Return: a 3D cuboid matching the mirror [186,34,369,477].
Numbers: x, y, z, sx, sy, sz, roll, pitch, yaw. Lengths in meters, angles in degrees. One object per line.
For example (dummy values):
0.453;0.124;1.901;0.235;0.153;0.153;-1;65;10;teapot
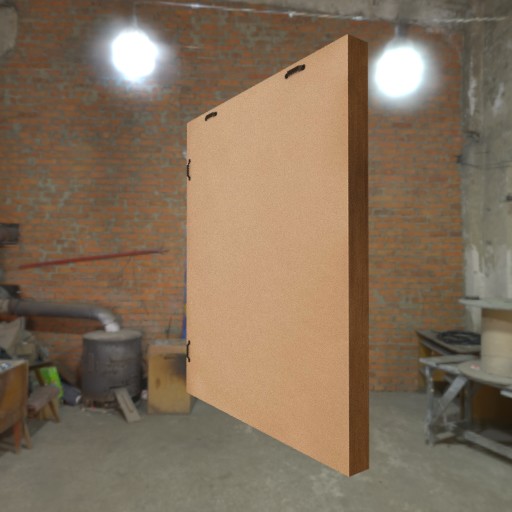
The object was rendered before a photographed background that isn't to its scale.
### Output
0.000;0.000;0.682;0.041;0.509;0.406;1;-1;-36;mirror
